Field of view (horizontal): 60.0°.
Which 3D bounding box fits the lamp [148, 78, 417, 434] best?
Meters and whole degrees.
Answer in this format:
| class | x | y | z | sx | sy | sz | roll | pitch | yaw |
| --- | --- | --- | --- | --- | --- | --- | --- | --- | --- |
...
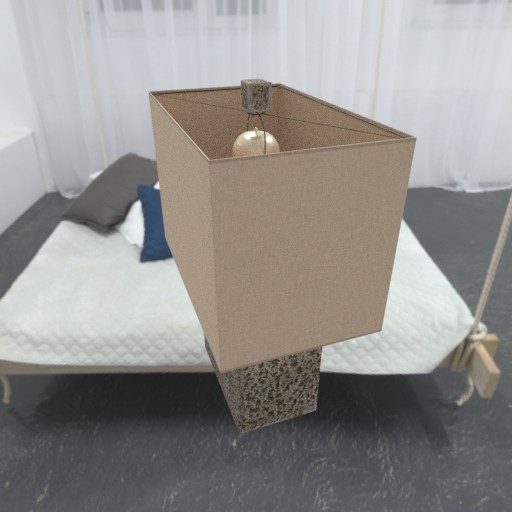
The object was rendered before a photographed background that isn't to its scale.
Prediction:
| class | x | y | z | sx | sy | sz | roll | pitch | yaw |
| --- | --- | --- | --- | --- | --- | --- | --- | --- | --- |
| lamp | 0.000 | 0.000 | 0.553 | 0.180 | 0.411 | 0.294 | -10 | 32 | -17 |
